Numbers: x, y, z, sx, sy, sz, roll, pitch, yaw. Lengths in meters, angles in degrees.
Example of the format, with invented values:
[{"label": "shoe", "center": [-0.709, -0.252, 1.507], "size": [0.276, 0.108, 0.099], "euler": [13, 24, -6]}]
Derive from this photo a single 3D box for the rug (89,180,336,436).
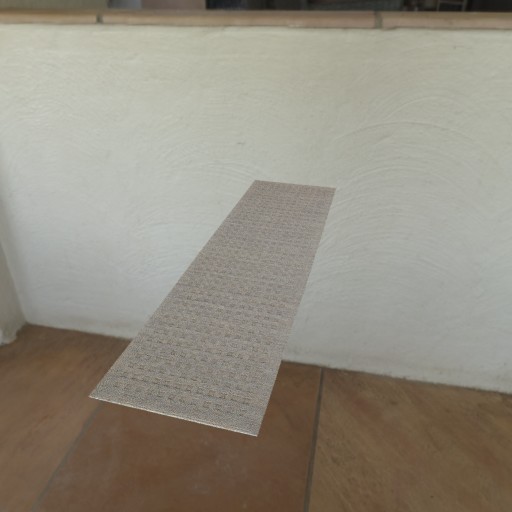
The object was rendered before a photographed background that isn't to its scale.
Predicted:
[{"label": "rug", "center": [0.000, 0.000, 2.668], "size": [0.688, 0.005, 2.437], "euler": [8, 31, 13]}]
